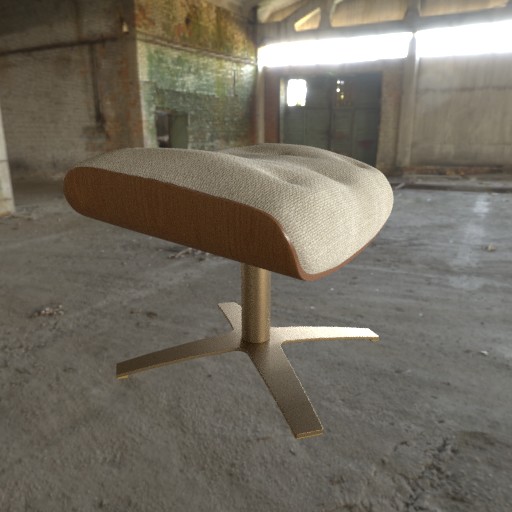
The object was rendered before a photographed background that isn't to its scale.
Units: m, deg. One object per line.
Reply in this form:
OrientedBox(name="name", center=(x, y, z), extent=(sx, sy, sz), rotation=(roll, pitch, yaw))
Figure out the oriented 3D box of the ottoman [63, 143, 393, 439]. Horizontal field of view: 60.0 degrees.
OrientedBox(name="ottoman", center=(0.000, 0.000, 0.807), extent=(0.394, 0.391, 0.520), rotation=(8, 17, 27))
